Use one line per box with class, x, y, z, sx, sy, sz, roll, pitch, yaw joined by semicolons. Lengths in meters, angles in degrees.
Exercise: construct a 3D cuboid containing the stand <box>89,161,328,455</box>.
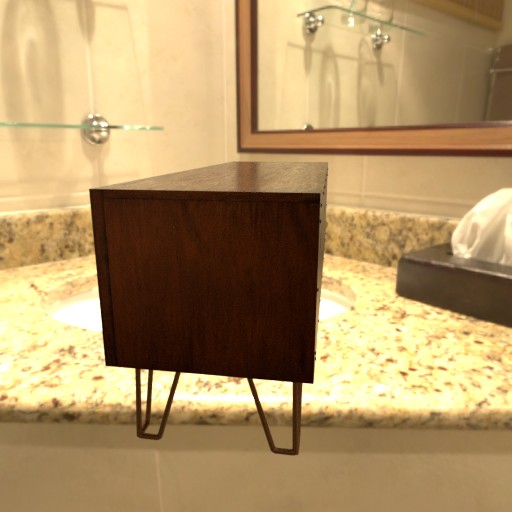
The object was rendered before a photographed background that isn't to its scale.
stand;0.000;0.000;1.599;0.481;0.610;1.372;2;15;9
